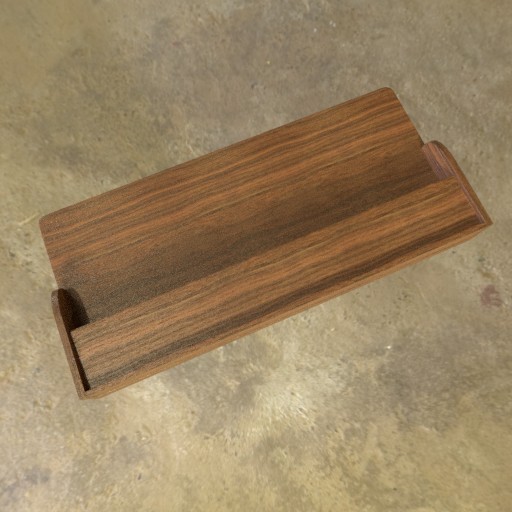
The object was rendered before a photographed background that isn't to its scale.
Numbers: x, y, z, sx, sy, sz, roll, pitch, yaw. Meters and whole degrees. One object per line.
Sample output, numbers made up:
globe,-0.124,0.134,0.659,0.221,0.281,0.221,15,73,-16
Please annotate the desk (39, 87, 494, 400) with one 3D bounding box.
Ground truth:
desk,0.000,0.000,1.649,1.200,0.854,0.565,-22,76,-6
